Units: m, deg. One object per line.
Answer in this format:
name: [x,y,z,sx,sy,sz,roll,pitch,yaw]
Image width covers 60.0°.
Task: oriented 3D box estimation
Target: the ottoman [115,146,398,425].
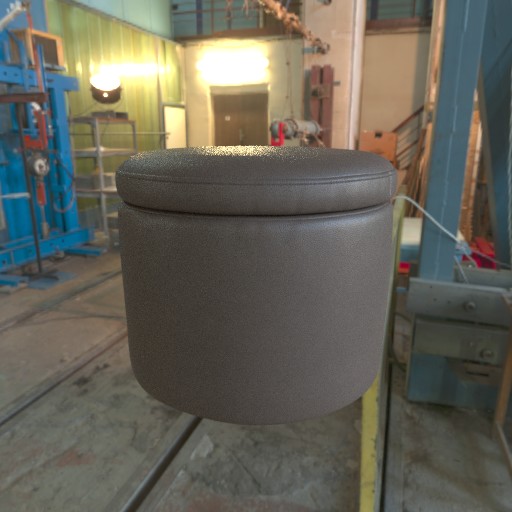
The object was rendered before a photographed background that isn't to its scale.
ottoman: [0.000,0.000,0.857,0.500,0.409,0.500,0,15,0]
